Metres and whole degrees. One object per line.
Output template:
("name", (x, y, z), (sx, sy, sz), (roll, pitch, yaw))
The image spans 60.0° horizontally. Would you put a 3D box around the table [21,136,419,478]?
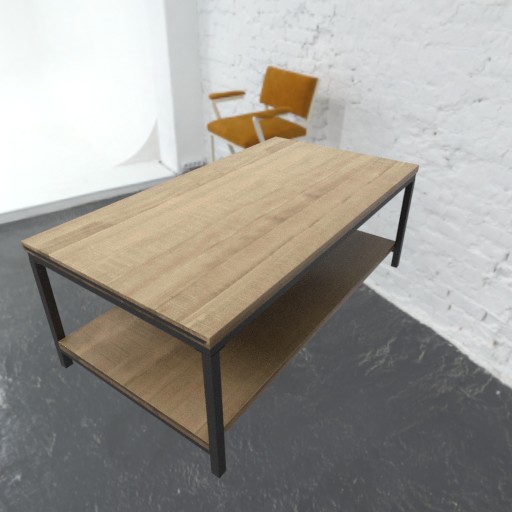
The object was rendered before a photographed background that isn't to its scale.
("table", (0.000, 0.000, 1.350), (0.574, 0.393, 1.062), (20, 36, 30))
